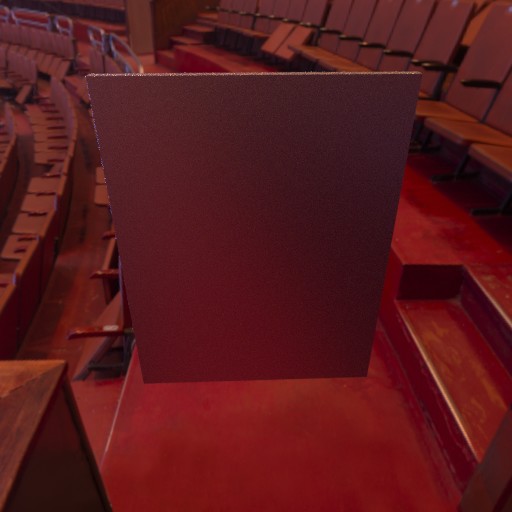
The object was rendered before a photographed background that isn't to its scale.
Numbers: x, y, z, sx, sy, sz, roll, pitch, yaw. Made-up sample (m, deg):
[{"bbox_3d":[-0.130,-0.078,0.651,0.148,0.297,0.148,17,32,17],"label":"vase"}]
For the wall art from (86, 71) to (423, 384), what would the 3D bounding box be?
[{"bbox_3d":[0.000,0.000,1.358,0.816,1.046,0.030,-1,31,-2],"label":"wall art"}]
